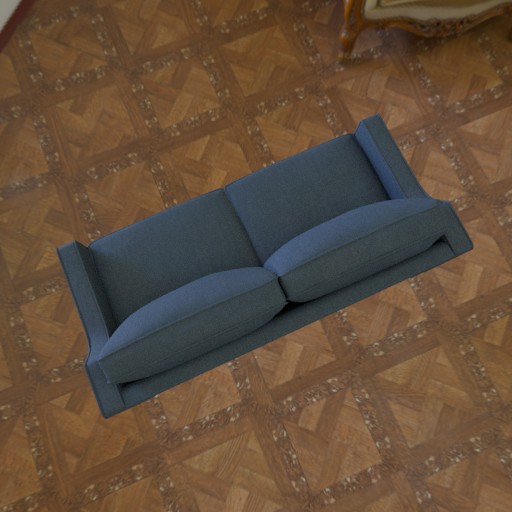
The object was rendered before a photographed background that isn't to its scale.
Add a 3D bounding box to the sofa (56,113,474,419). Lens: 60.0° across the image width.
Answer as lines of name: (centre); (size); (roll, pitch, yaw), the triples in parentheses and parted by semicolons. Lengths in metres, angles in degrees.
sofa: (0.000, 0.000, 2.796); (2.178, 1.071, 1.066); (-24, 78, -5)
